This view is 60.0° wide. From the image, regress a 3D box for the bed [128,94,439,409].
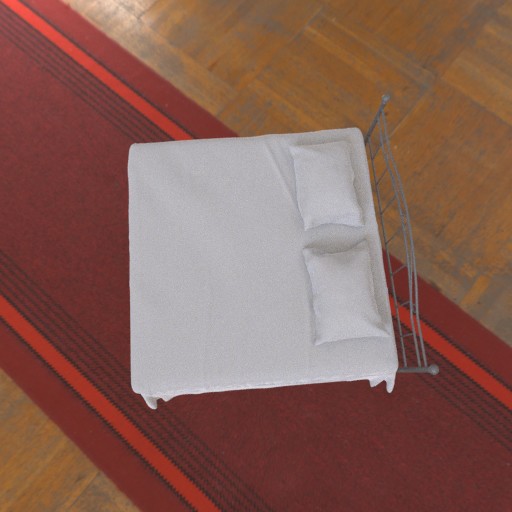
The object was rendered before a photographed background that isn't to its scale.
[{"bbox_3d":[0.000,0.000,3.539,2.220,1.080,2.309,-4,75,-1],"label":"bed"}]
